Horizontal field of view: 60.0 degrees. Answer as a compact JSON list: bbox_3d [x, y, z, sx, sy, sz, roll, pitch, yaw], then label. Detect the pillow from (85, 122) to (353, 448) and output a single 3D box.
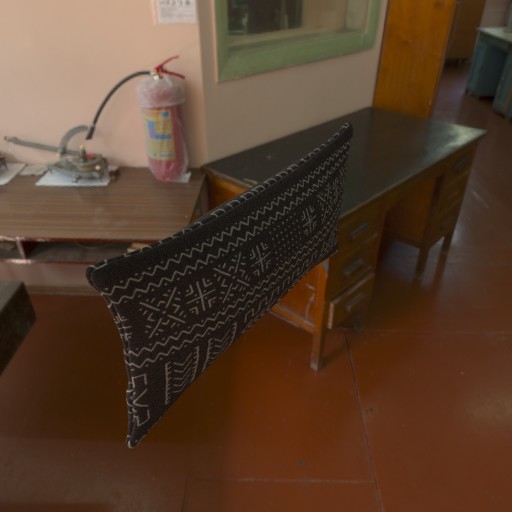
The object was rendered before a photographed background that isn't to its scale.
[{"bbox_3d":[0.000,0.000,0.792,0.135,0.322,0.667,22,39,29],"label":"pillow"}]
